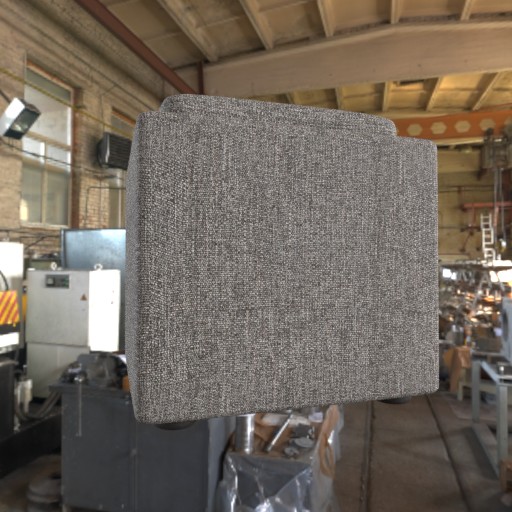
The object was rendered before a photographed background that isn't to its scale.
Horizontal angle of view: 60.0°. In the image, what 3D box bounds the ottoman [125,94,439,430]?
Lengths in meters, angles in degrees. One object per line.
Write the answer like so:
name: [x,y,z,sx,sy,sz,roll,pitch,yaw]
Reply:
ottoman: [0.000,0.000,0.814,0.450,0.460,0.450,0,-1,-18]
